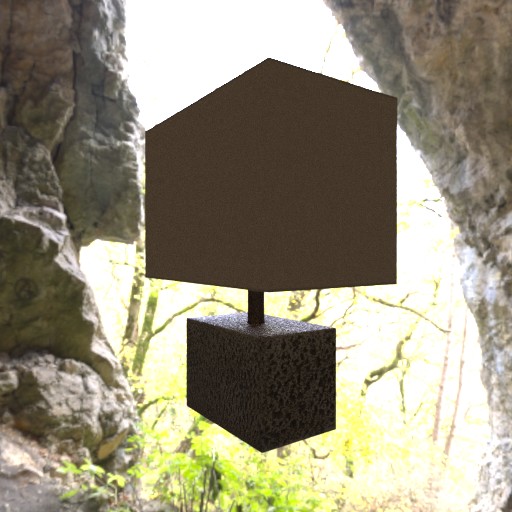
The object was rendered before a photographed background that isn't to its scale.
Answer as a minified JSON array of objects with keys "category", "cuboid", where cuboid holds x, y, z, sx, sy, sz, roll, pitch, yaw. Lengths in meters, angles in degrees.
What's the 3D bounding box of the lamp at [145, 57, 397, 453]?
[{"category":"lamp","cuboid":[0.000,0.000,0.564,0.180,0.411,0.294,0,0,-35]}]
